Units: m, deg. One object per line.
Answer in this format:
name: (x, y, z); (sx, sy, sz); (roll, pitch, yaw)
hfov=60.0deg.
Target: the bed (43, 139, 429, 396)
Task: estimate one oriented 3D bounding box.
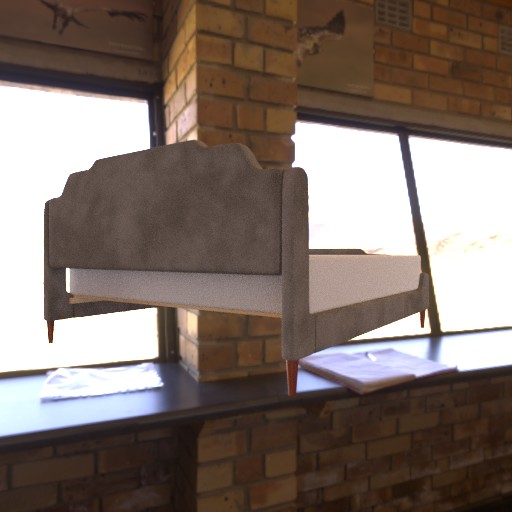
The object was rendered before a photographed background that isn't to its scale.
bed: (0.000, 0.000, 3.509); (2.074, 1.245, 2.340); (0, 0, 35)
